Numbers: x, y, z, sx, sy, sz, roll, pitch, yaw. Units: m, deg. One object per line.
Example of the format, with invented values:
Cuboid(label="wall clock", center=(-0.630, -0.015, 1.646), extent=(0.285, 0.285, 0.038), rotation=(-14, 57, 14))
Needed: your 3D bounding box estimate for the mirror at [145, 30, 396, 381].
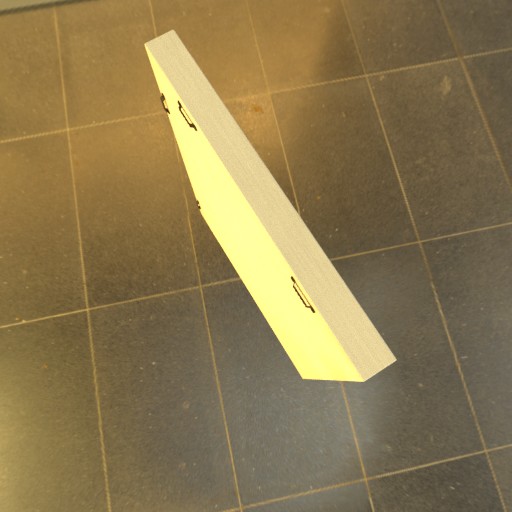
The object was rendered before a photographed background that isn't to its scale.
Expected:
Cuboid(label="mirror", center=(0.000, 0.000, 0.673), extent=(0.041, 0.509, 0.406), rotation=(-31, 77, -8))
